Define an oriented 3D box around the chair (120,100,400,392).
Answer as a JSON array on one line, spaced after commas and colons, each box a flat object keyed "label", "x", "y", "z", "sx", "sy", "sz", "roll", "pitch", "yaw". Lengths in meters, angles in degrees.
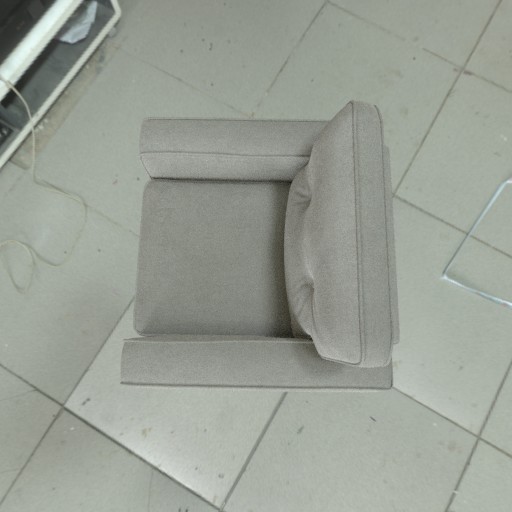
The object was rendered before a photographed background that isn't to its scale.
[{"label": "chair", "x": 0.000, "y": 0.000, "z": 1.746, "sx": 0.939, "sy": 0.965, "sz": 1.015, "roll": 1, "pitch": 77, "yaw": 0}]
